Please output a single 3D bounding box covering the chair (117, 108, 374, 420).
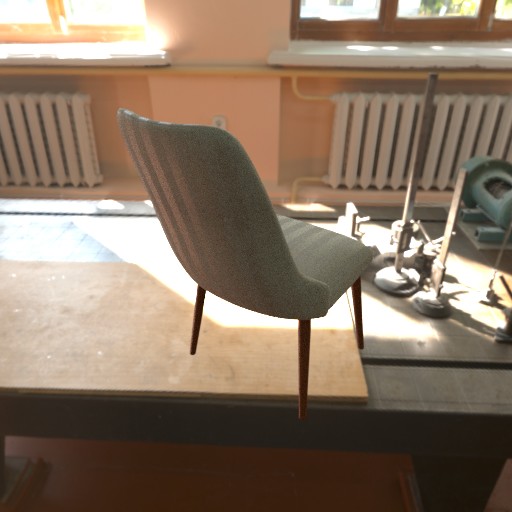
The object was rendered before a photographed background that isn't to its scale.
[{"bbox_3d":[0.000,0.000,1.323,0.526,0.917,0.684,21,36,32],"label":"chair"}]
